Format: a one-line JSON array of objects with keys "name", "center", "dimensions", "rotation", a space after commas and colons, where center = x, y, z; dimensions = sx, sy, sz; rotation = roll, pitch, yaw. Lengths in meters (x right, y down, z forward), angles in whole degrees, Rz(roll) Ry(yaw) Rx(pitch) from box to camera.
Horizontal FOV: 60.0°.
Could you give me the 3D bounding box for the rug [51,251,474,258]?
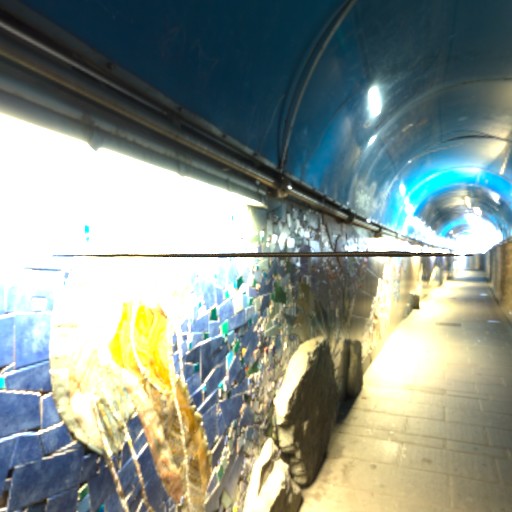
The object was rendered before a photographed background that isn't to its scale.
[{"name": "rug", "center": [0.000, 0.000, 3.007], "dimensions": [2.444, 0.023, 1.531], "rotation": [0, -1, 36]}]
